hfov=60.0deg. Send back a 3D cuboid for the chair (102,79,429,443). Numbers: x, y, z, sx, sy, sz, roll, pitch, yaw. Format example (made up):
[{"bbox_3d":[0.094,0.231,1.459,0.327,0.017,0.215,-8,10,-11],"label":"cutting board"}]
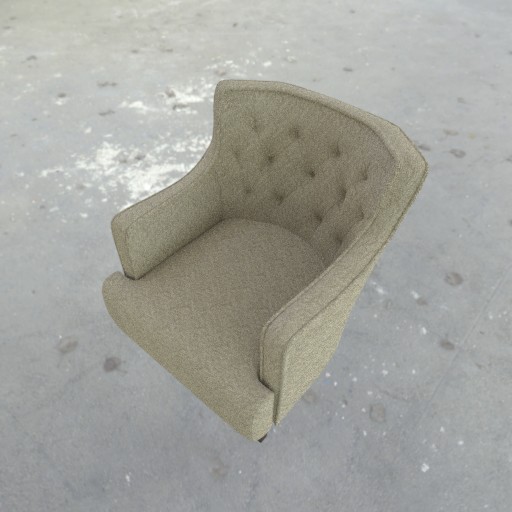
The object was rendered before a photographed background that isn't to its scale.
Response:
[{"bbox_3d":[0.000,0.000,1.657,0.820,0.920,0.910,32,54,27],"label":"chair"}]
